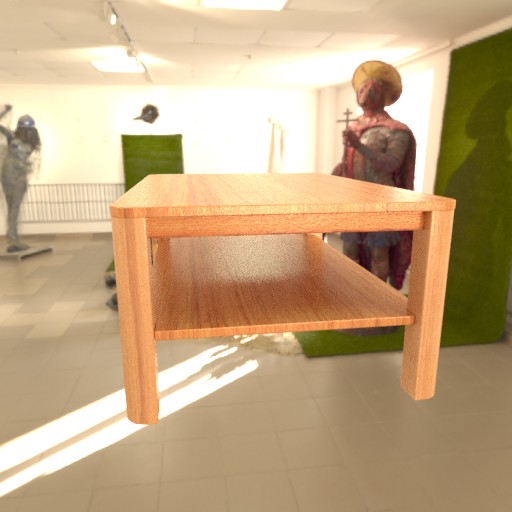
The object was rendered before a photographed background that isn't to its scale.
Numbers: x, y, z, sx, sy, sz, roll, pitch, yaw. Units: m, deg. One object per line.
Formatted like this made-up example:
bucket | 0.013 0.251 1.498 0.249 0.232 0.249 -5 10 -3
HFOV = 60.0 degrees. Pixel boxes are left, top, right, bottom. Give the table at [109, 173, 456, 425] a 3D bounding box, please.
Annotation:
table | 0.000 0.000 1.371 0.696 0.445 0.997 -2 14 -9
